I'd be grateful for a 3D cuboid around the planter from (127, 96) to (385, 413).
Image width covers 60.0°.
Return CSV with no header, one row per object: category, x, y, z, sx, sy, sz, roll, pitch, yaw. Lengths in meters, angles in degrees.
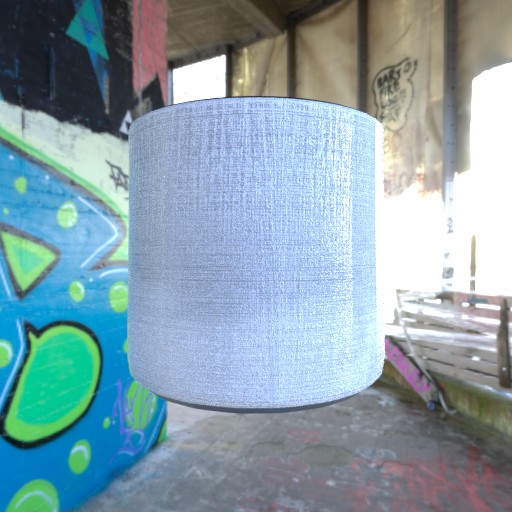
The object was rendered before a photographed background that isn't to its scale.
planter,0.000,0.000,0.286,0.160,0.156,0.160,0,1,0
